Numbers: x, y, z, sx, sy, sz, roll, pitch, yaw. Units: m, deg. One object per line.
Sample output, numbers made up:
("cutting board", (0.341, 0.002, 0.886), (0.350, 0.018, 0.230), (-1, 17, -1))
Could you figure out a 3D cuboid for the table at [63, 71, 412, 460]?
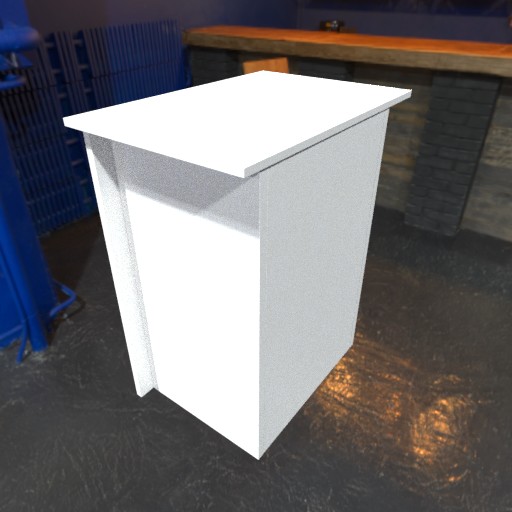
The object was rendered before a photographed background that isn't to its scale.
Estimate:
("table", (0.000, 0.000, 1.059), (0.406, 0.711, 0.589), (22, 38, 31))
